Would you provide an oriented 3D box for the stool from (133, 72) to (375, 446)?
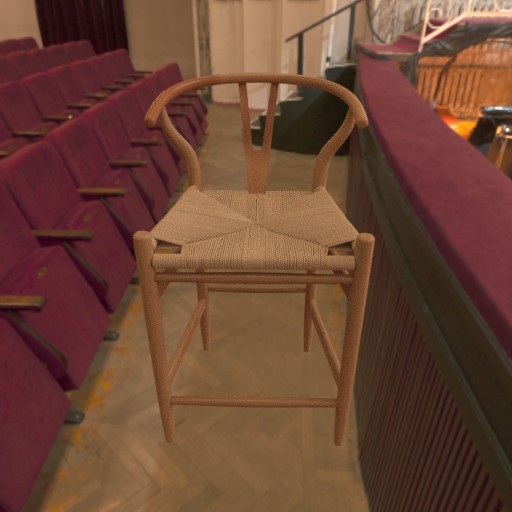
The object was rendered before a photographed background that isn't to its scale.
[{"bbox_3d":[0.000,0.000,1.281,0.536,0.923,0.575,1,29,1],"label":"stool"}]
